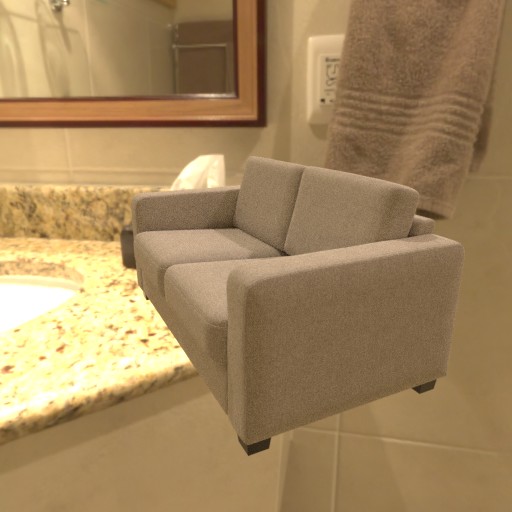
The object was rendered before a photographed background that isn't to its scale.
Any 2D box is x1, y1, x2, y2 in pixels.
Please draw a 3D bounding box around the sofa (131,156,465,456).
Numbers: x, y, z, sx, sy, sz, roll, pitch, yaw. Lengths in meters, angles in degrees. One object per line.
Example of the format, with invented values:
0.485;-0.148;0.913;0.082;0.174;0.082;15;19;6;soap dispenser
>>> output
0.000;0.000;2.050;0.900;0.800;1.540;-9;20;-25;sofa
